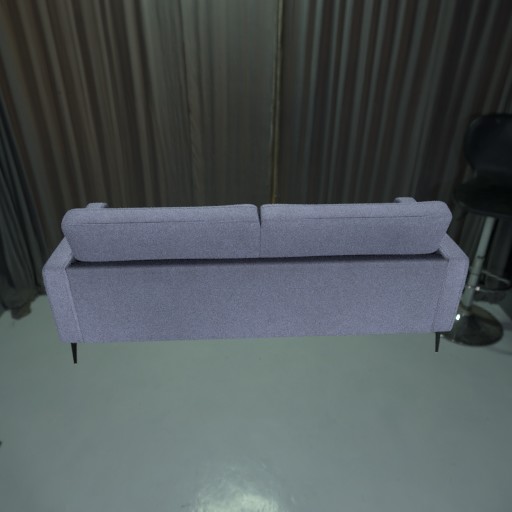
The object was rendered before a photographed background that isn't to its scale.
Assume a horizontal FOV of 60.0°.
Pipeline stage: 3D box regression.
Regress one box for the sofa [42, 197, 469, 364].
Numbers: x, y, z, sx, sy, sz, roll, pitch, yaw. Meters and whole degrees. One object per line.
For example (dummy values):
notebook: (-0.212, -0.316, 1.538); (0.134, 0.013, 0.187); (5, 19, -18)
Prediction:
sofa: (0.000, 0.000, 2.377); (1.925, 0.828, 0.774); (-1, 29, -2)
